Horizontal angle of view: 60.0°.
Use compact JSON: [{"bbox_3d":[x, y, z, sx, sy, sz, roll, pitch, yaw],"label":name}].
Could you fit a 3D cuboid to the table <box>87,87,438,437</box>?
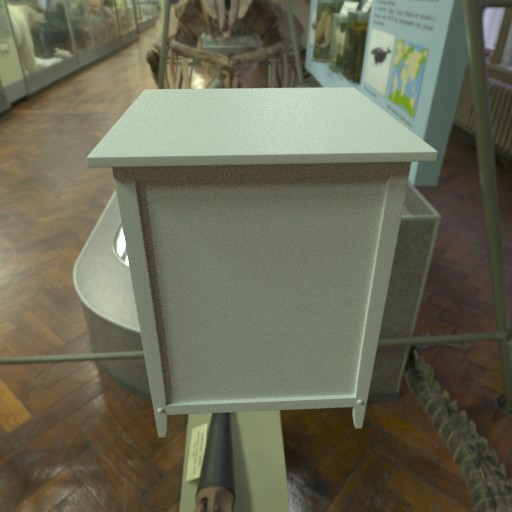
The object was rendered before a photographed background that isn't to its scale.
[{"bbox_3d":[0.000,0.000,0.765,0.381,0.483,0.381,-2,31,-3],"label":"table"}]
